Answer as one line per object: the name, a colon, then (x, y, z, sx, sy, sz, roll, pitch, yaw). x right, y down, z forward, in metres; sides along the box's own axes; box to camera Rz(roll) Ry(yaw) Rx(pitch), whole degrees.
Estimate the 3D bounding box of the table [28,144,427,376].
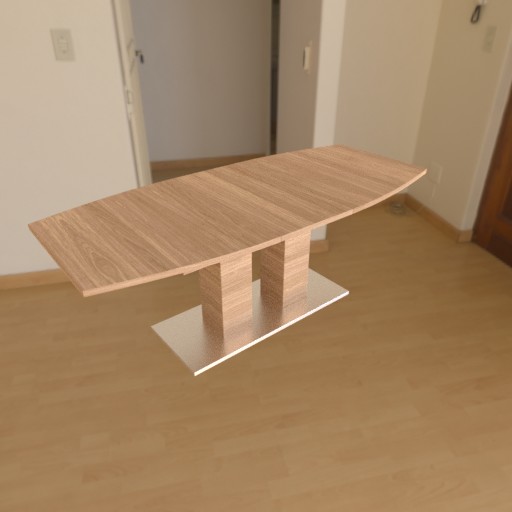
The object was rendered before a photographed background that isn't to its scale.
table: (0.000, 0.000, 2.455, 2.032, 0.750, 0.900, -22, 36, -33)
